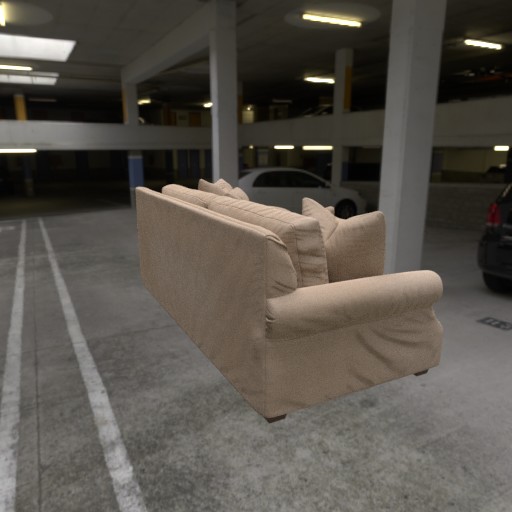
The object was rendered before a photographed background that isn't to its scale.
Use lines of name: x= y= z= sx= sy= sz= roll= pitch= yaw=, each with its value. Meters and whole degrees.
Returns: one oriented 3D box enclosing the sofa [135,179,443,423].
sofa: x=0.000 y=0.000 z=2.879 sx=1.067 sy=0.904 sz=2.285 roll=-7 pitch=16 yaw=-26
